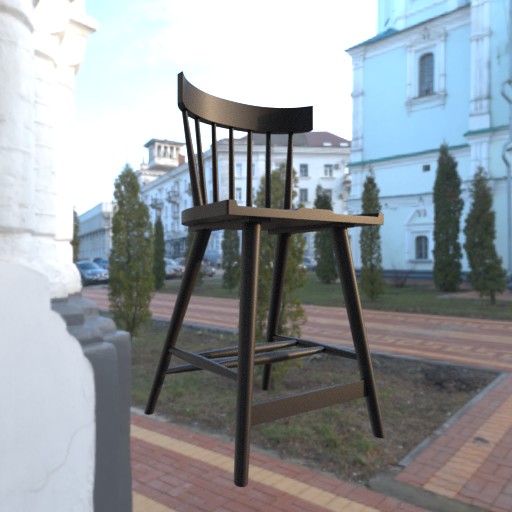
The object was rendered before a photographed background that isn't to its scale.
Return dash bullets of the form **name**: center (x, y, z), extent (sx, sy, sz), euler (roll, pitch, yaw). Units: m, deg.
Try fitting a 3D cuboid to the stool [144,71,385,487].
- **stool**: center (0.000, 0.000, 1.262), extent (0.494, 0.953, 0.549), euler (0, -1, -35)
